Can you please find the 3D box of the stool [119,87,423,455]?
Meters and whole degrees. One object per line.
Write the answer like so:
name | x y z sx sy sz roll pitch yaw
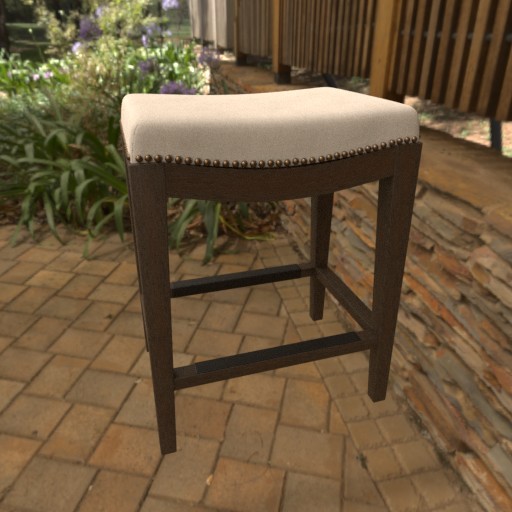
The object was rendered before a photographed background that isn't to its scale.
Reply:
stool | 0.000 0.000 0.948 0.500 0.642 0.361 -8 28 -15
